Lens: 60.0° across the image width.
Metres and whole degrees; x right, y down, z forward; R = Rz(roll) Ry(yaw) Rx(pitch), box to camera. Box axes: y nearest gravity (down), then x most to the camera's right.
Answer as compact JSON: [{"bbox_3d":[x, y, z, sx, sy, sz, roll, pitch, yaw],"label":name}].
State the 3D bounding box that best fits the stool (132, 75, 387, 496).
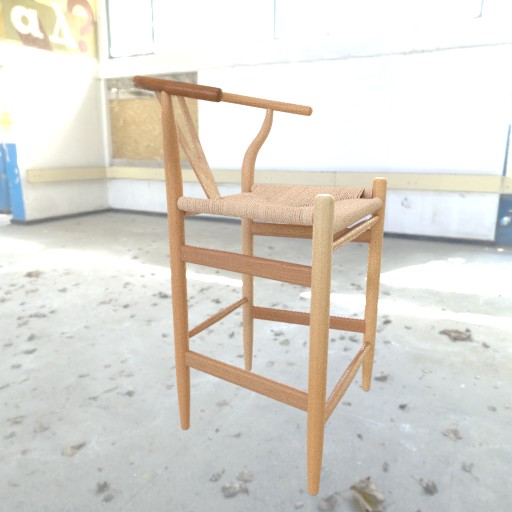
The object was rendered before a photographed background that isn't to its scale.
[{"bbox_3d":[0.000,0.000,1.206,0.575,0.923,0.536,7,16,26],"label":"stool"}]
